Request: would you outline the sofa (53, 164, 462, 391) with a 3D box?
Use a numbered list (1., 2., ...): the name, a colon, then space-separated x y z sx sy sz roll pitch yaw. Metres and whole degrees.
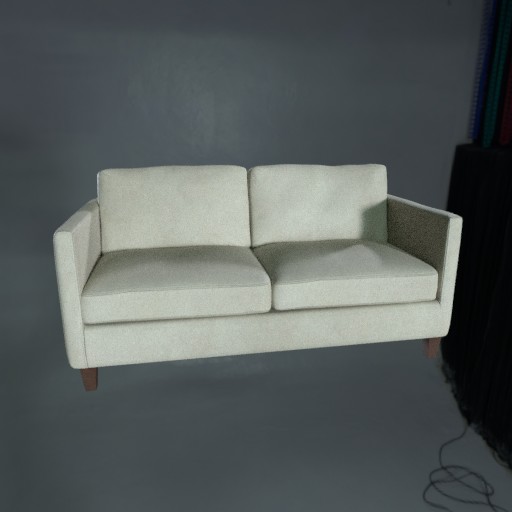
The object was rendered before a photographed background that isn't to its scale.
1. sofa: 0.000 0.000 2.411 1.846 0.940 0.950 -3 16 -10
